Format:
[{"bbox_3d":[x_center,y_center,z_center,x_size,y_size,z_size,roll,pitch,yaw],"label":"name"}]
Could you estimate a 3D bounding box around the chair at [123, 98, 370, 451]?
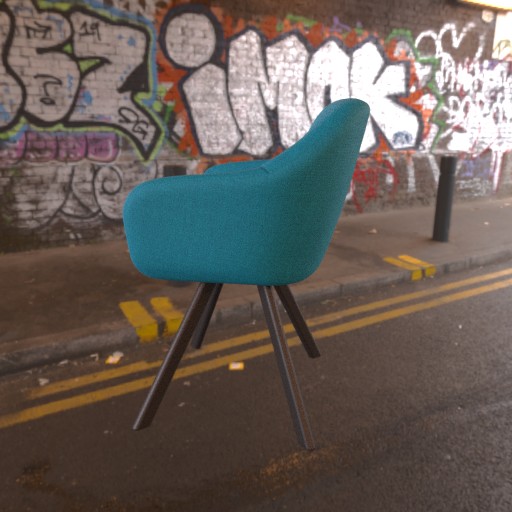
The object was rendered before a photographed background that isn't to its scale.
[{"bbox_3d":[0.000,0.000,1.193,0.550,0.795,0.590,3,15,10],"label":"chair"}]
